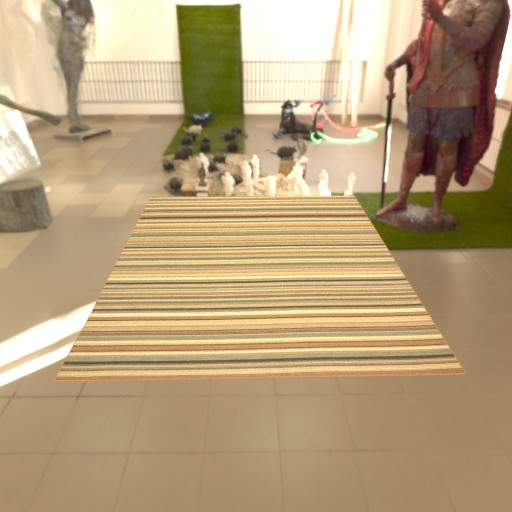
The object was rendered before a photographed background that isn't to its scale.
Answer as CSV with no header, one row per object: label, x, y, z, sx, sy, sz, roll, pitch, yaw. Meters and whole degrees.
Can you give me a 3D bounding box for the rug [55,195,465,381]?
rug,0.000,0.000,3.952,2.436,0.011,3.045,-1,28,-1
